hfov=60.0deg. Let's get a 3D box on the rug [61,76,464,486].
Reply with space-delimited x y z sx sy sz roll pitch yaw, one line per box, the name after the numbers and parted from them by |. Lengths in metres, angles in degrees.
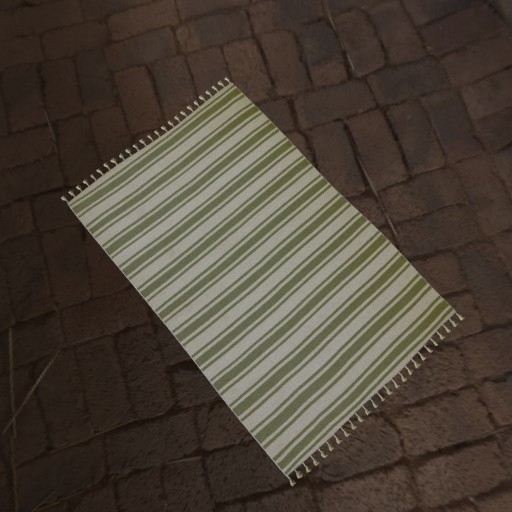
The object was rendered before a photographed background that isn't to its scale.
0.000 0.000 2.289 1.162 0.013 1.875 -40 78 -10 | rug
